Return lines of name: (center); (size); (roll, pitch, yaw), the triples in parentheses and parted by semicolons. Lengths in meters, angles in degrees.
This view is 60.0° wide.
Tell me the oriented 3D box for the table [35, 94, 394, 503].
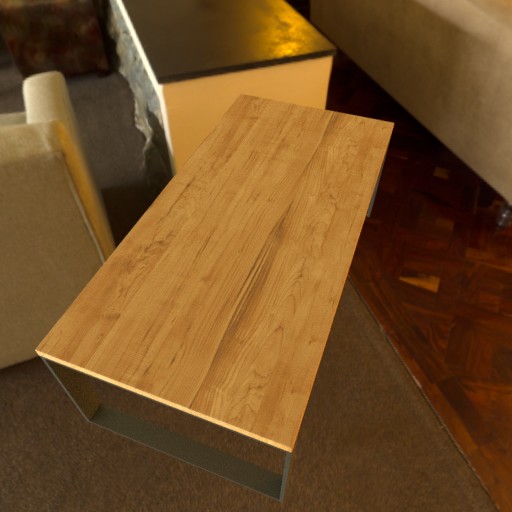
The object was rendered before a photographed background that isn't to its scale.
table: (0.000, 0.000, 1.404); (0.590, 0.400, 1.180); (16, 50, 14)
